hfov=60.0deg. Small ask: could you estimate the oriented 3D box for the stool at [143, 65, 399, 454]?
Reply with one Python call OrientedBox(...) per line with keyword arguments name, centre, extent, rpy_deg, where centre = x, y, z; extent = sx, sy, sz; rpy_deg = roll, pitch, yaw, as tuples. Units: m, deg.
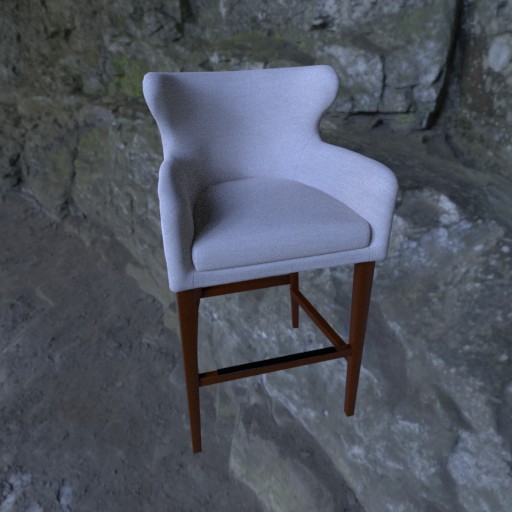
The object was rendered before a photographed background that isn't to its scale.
OrientedBox(name="stool", centre=(0.000, 0.000, 1.358), extent=(0.556, 1.034, 0.563), rpy_deg=(-8, 33, -13))
